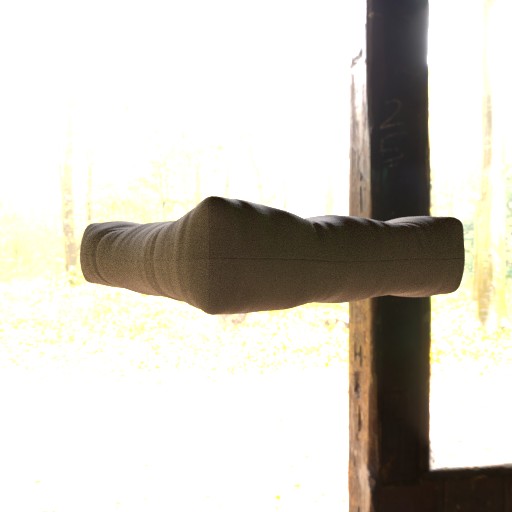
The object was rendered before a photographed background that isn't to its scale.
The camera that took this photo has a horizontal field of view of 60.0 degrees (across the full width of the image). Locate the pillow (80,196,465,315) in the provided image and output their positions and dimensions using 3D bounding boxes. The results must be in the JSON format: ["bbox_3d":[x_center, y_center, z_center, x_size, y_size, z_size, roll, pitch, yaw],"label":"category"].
[{"bbox_3d":[0.000,0.000,0.739,0.468,0.128,0.490,0,0,-35],"label":"pillow"}]
